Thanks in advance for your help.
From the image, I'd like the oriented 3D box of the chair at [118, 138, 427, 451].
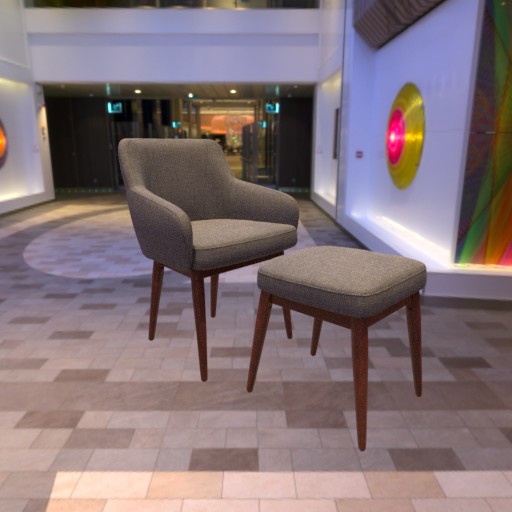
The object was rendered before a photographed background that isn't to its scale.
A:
[{"bbox_3d":[0.000,0.000,1.546,1.107,0.799,0.584,13,19,41],"label":"chair"}]
